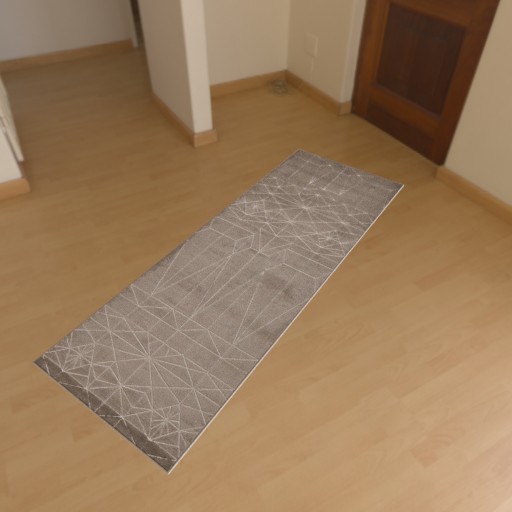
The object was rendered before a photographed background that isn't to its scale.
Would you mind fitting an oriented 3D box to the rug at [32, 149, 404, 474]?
[{"bbox_3d":[0.000,0.000,2.591,0.864,0.012,2.388,26,49,25],"label":"rug"}]
